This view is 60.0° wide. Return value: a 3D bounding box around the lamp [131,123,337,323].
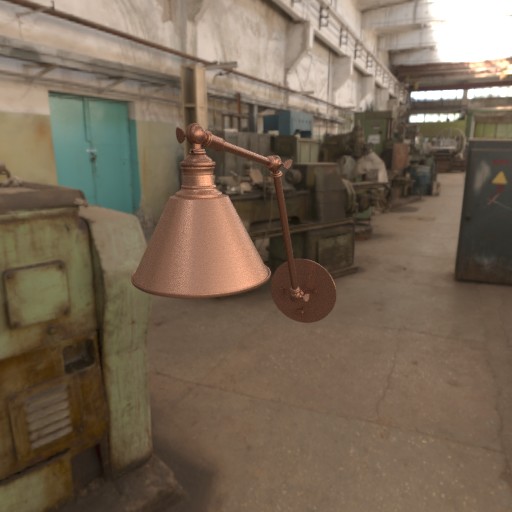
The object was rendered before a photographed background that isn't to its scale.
[{"bbox_3d":[0.000,0.000,0.900,0.223,0.502,0.624,7,16,25],"label":"lamp"}]
